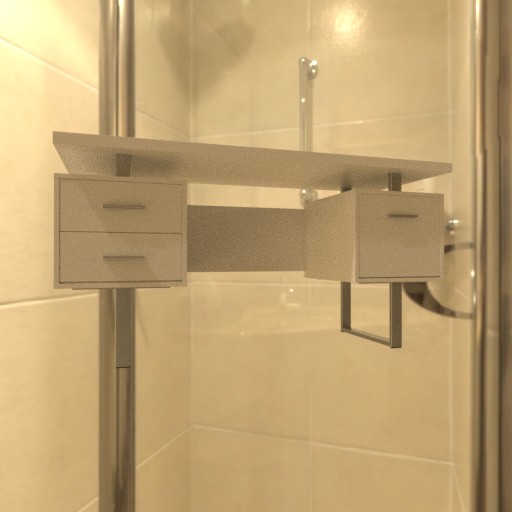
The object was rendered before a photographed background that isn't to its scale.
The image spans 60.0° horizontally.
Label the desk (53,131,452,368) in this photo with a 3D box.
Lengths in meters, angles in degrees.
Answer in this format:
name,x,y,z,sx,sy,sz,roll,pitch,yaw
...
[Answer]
name,x,y,z,sx,sy,sz,roll,pitch,yaw
desk,0.000,0.000,1.899,1.530,0.773,0.603,0,0,-18
